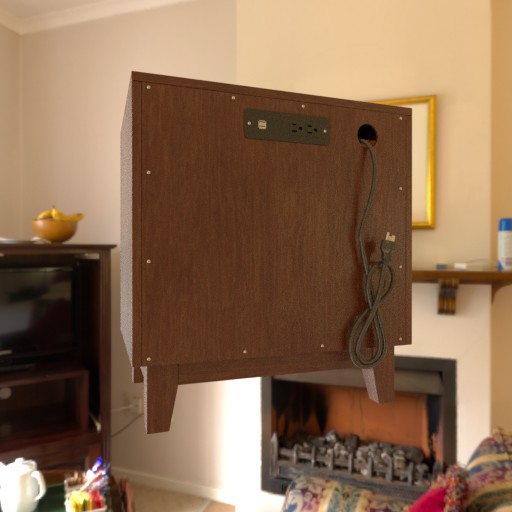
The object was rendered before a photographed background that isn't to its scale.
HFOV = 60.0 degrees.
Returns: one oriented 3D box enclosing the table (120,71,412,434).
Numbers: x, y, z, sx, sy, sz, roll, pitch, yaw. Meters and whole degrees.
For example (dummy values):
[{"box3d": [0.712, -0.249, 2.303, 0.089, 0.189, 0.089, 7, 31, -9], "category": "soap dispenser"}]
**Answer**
[{"box3d": [0.000, 0.000, 0.986, 0.557, 0.609, 0.449, 0, 0, -20], "category": "table"}]
